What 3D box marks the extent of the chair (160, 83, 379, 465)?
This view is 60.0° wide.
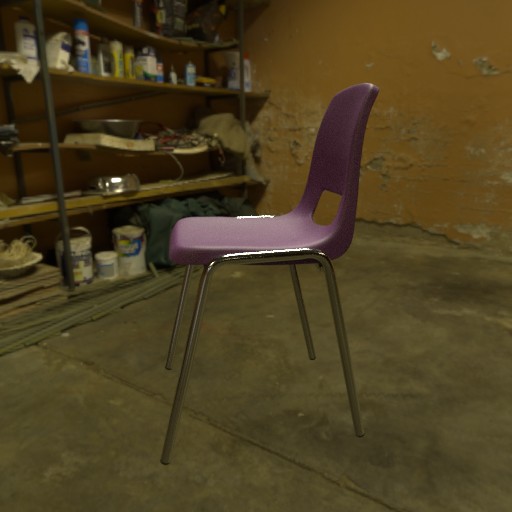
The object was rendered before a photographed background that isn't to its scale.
[{"bbox_3d":[0.000,0.000,0.961,0.432,0.704,0.381,-3,15,-10],"label":"chair"}]
